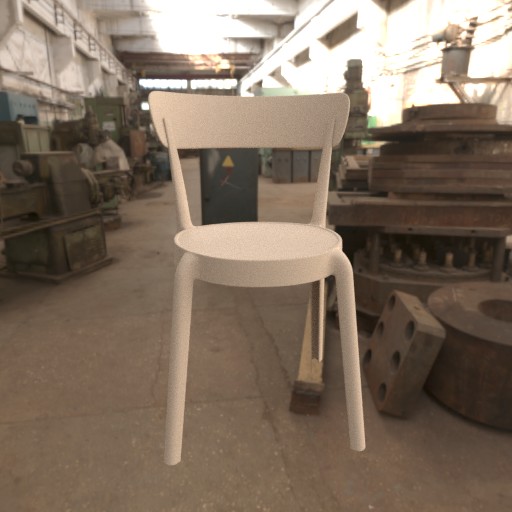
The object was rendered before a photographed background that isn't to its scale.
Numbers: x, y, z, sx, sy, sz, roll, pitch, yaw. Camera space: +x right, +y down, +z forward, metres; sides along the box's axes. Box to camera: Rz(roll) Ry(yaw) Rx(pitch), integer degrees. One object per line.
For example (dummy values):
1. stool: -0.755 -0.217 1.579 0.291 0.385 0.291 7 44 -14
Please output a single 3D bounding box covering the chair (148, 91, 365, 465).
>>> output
1. chair: 0.000 0.000 1.100 0.506 0.790 0.491 -2 16 -6
